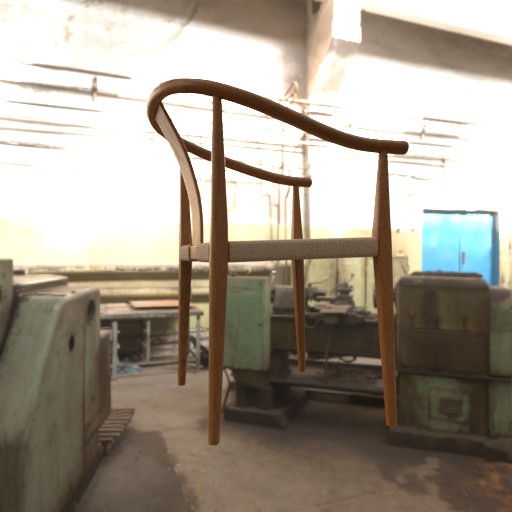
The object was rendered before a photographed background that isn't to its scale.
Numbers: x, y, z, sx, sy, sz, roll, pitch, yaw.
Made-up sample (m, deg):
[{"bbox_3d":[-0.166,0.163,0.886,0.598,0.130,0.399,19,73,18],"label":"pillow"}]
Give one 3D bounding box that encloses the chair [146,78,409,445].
[{"bbox_3d":[0.000,0.000,1.207,0.579,0.800,0.556,0,0,-18],"label":"chair"}]
